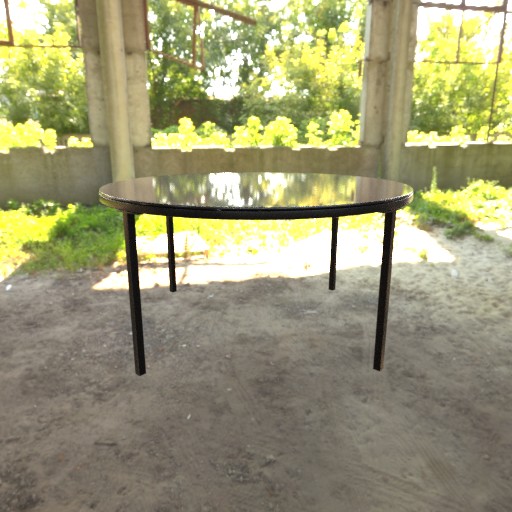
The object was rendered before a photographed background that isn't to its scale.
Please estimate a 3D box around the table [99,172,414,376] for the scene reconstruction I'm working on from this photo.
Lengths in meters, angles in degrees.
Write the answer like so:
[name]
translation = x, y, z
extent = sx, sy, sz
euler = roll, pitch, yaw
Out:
[table]
translation = 0.000, 0.000, 1.240
extent = 0.800, 0.400, 0.800
euler = 0, 15, 0
